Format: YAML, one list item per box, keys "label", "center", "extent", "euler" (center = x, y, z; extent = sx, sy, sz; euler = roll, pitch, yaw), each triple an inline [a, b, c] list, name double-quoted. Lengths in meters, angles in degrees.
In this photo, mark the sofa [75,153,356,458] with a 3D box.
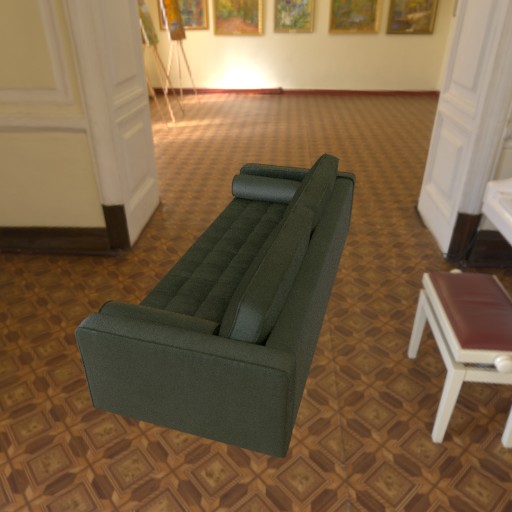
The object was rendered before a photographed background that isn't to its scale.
- label: "sofa"
  center: [0.000, 0.000, 2.661]
  extent: [0.918, 0.769, 2.199]
  euler: [9, 31, 15]
